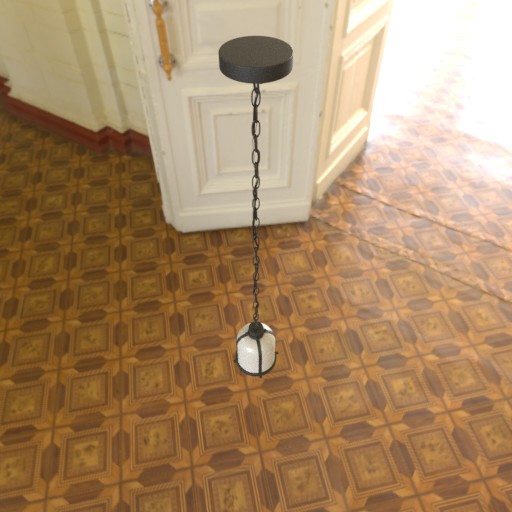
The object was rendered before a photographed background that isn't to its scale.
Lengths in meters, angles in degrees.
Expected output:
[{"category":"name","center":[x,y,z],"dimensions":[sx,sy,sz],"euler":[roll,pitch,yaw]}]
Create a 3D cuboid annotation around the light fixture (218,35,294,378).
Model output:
[{"category":"light fixture","center":[0.000,0.000,1.294],"dimensions":[0.178,1.181,0.178],"euler":[-9,48,-8]}]
